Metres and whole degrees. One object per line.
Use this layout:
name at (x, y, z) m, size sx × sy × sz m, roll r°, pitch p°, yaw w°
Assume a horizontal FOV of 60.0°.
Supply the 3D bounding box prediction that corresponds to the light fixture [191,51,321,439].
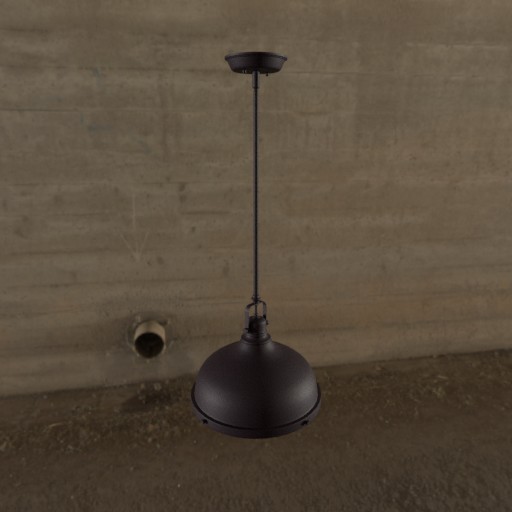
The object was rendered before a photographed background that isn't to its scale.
light fixture at (0.000, 0.000, 1.025) m, size 0.341 × 0.849 × 0.341 m, roll -14°, pitch 20°, yaw -42°
